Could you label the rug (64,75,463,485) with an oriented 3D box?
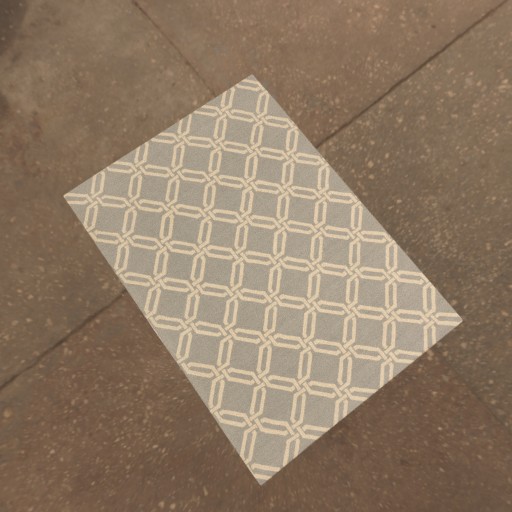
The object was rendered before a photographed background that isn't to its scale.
[{"bbox_3d":[0.000,0.000,2.761,1.522,0.013,2.133,-36,79,-8],"label":"rug"}]
